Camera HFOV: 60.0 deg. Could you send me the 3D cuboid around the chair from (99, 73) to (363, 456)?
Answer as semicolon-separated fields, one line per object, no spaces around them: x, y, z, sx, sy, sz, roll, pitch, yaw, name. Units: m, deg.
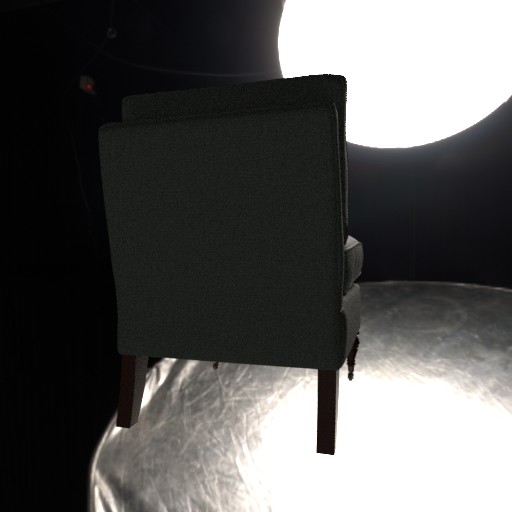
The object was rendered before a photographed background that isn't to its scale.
0.000;0.000;1.391;0.624;0.901;0.796;0;0;17;chair
